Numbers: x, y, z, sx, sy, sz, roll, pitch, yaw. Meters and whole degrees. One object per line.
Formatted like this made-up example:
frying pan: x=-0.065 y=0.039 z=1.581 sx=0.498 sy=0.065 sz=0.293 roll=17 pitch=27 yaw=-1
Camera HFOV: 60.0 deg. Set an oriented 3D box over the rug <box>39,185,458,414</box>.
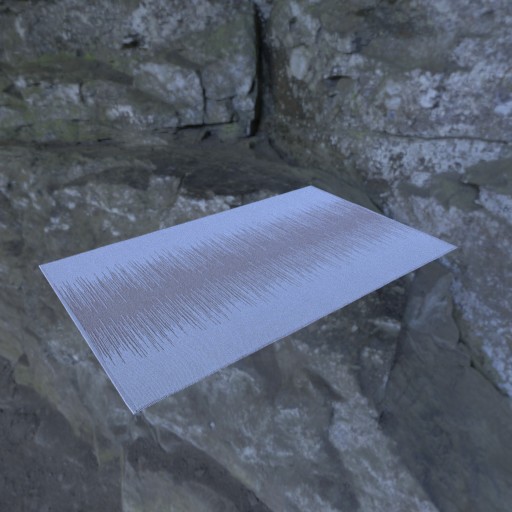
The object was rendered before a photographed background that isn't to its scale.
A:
rug: x=0.000 y=0.000 z=3.029 sx=2.440 sy=0.012 sz=1.522 roll=-21 pitch=36 yaw=-31
